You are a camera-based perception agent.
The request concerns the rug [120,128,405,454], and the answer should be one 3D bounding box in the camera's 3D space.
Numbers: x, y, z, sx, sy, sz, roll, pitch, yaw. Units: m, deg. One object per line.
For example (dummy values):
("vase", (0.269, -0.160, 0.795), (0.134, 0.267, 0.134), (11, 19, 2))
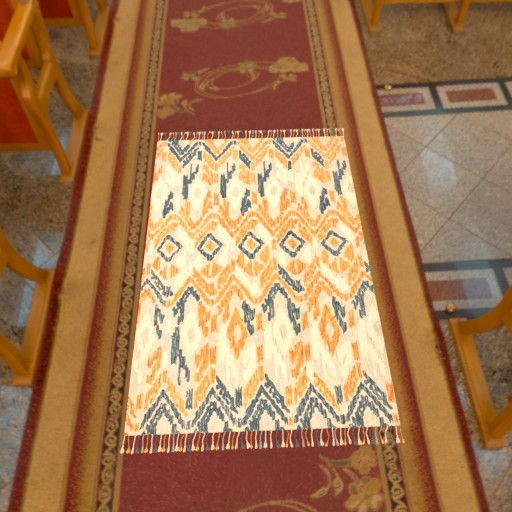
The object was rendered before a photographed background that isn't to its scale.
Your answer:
("rug", (0.000, 0.000, 3.005), (1.533, 0.010, 2.428), (-2, 58, -1))
